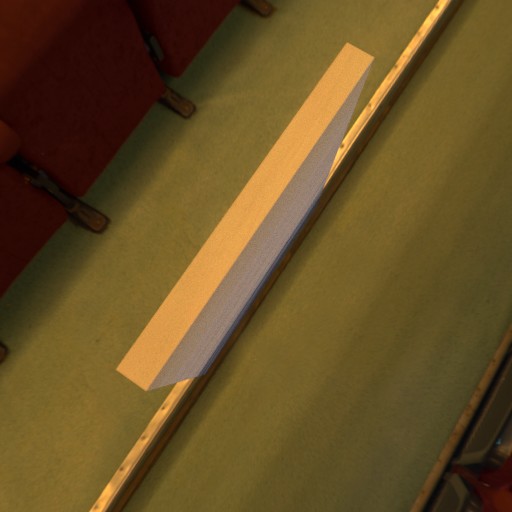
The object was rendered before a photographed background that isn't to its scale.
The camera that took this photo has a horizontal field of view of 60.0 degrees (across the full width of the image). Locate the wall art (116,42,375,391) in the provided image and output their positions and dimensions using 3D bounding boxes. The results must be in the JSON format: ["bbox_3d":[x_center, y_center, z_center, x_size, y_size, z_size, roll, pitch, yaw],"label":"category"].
[{"bbox_3d":[0.000,0.000,0.713,0.037,0.511,0.435,33,79,7],"label":"wall art"}]
